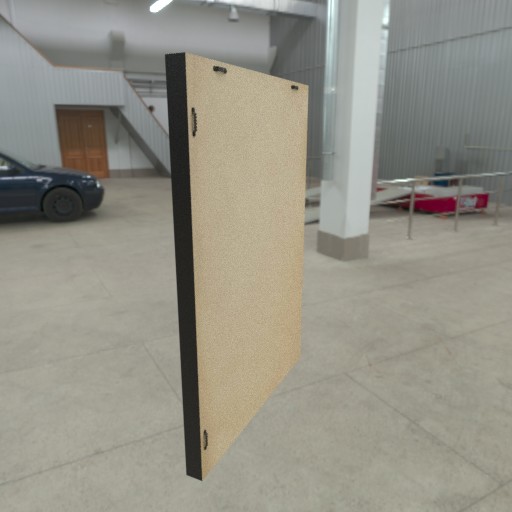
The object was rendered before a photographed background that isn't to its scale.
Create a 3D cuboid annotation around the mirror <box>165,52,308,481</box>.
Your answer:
[{"bbox_3d":[0.000,0.000,0.927,0.040,0.710,0.507,7,17,25],"label":"mirror"}]
